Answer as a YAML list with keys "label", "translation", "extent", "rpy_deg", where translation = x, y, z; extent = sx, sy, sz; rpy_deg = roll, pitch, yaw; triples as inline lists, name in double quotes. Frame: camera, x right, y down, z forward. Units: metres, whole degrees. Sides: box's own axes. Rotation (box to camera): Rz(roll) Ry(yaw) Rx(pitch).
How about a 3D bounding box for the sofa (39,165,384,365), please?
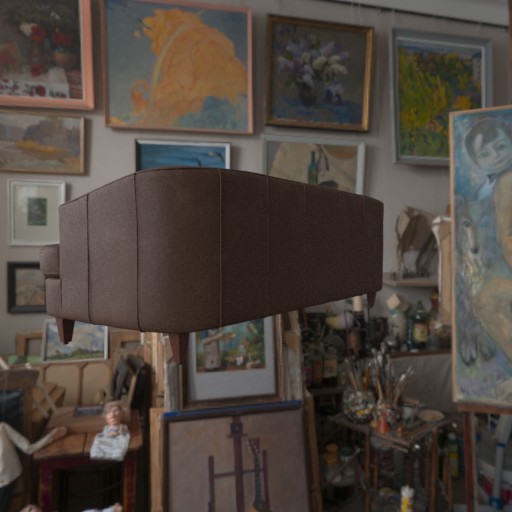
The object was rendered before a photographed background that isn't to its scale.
- label: "sofa"
  translation: [0.000, 0.000, 2.681]
  extent: [0.927, 0.787, 2.227]
  rpy_deg: [1, 2, 37]
